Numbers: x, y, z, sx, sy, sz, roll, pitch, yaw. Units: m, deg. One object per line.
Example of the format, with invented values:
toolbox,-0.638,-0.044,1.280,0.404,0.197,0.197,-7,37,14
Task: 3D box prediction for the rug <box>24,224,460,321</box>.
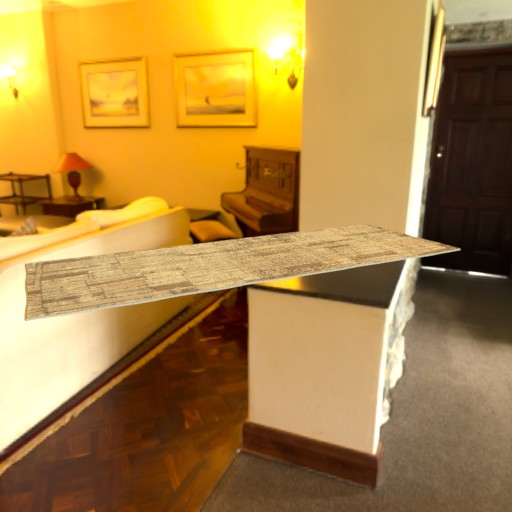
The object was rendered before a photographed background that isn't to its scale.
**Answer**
rug,0.000,0.000,2.554,2.383,0.018,0.857,-8,17,-26
